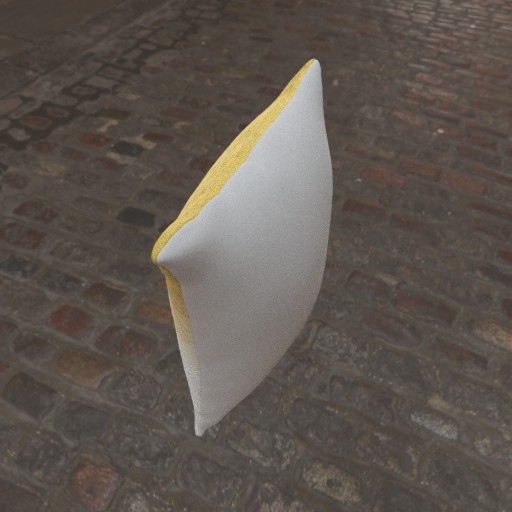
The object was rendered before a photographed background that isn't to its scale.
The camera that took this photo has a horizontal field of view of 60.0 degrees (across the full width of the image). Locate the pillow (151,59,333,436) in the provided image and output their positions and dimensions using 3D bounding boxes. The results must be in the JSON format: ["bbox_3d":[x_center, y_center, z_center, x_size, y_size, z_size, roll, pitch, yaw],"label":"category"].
[{"bbox_3d":[0.000,0.000,0.704,0.211,0.450,0.450,19,50,16],"label":"pillow"}]
